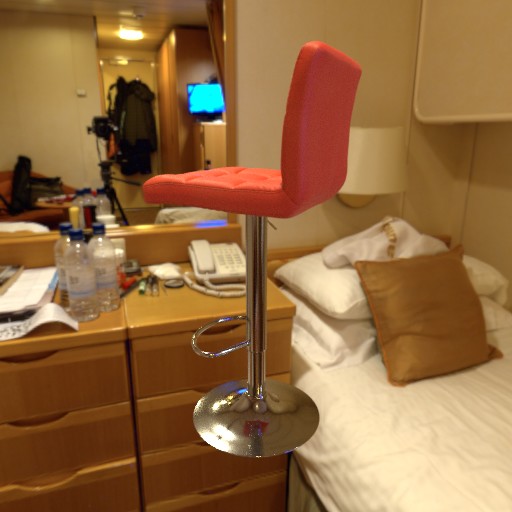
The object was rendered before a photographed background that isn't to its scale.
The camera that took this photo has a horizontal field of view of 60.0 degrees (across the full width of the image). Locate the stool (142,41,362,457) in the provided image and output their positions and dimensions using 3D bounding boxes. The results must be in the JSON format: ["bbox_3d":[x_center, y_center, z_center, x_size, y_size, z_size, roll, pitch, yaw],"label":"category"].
[{"bbox_3d":[0.000,0.000,1.351,0.505,1.115,0.430,7,17,24],"label":"stool"}]
